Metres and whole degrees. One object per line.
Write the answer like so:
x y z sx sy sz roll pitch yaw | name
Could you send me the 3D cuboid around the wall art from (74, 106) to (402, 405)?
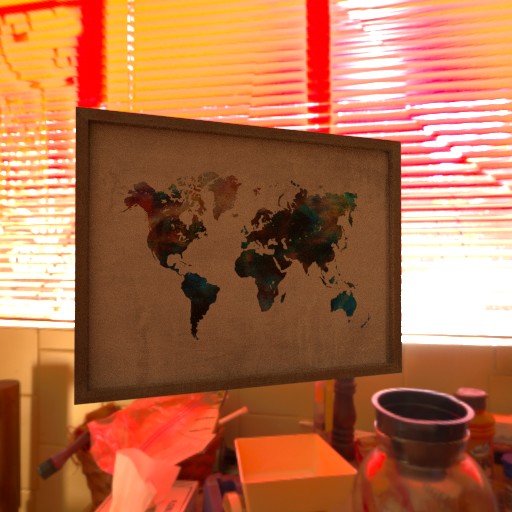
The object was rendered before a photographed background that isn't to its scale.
0.000 0.000 1.746 1.320 1.009 0.070 0 -1 -19 | wall art
